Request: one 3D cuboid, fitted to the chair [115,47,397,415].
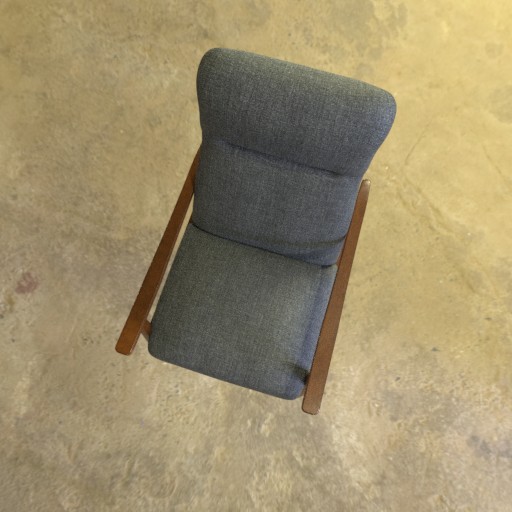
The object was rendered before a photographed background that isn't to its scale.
[{"bbox_3d":[0.000,0.000,1.783,0.762,1.082,1.030,16,75,4],"label":"chair"}]
